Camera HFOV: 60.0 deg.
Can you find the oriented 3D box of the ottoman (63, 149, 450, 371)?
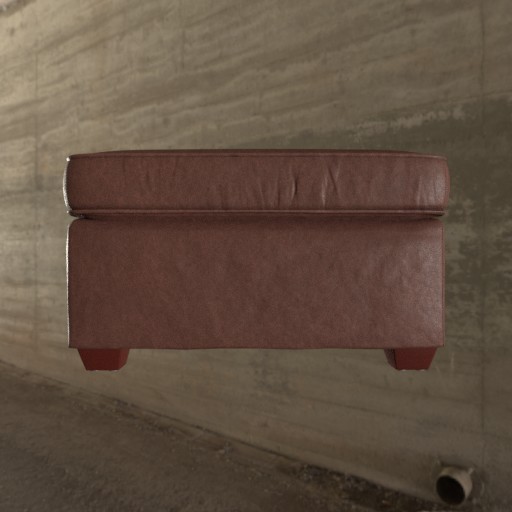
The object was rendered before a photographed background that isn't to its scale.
[{"bbox_3d":[0.000,0.000,1.077,0.749,0.449,0.548,0,0,-1],"label":"ottoman"}]
